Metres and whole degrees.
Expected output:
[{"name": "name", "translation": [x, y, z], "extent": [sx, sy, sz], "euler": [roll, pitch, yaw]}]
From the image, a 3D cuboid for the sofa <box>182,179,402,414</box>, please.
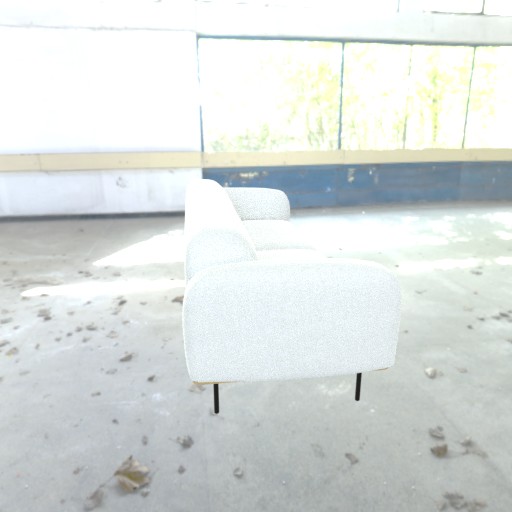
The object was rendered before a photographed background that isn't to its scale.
[{"name": "sofa", "translation": [0.000, 0.000, 2.755], "extent": [0.870, 0.780, 2.280], "euler": [-2, 17, -8]}]
